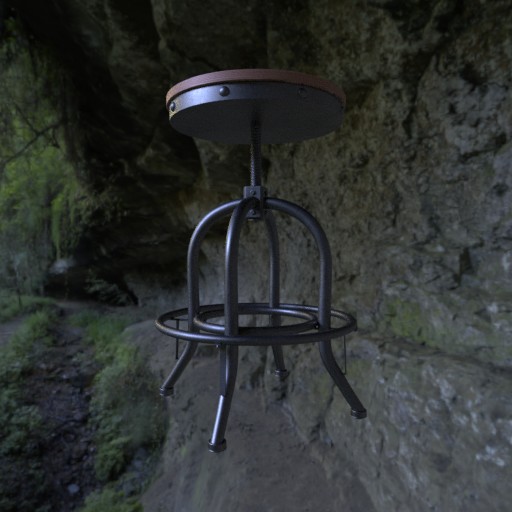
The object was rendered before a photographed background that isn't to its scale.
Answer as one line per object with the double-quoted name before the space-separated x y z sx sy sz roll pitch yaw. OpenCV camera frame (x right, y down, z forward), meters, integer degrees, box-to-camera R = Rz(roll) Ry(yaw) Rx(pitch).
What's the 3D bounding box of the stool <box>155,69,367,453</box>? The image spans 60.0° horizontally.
"stool" 0.000 0.000 0.891 0.439 0.609 0.439 1 2 18
